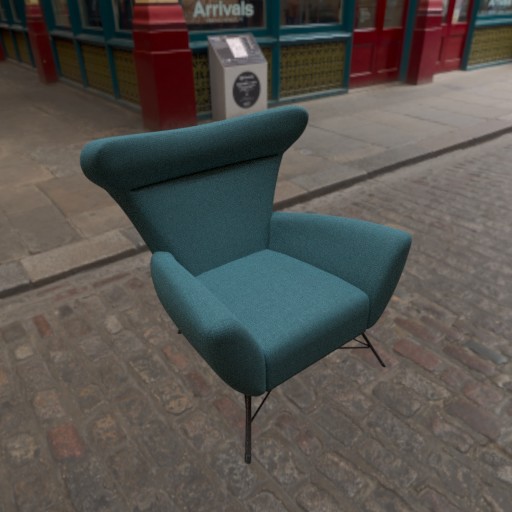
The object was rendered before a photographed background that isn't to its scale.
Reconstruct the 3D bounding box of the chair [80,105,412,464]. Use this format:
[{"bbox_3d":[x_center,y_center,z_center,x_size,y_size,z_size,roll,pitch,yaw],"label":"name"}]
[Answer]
[{"bbox_3d":[0.000,0.000,1.802,1.050,0.980,0.900,-22,36,-33],"label":"chair"}]
